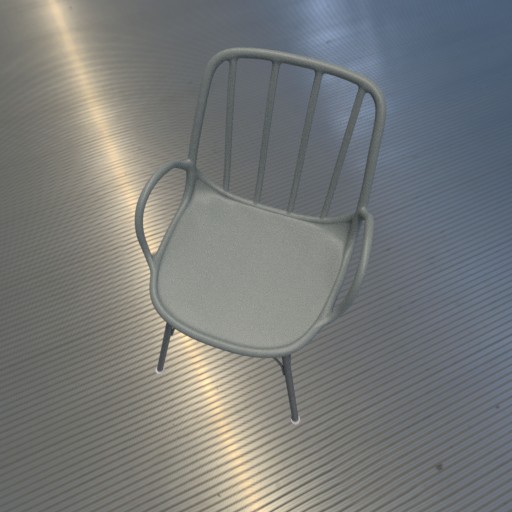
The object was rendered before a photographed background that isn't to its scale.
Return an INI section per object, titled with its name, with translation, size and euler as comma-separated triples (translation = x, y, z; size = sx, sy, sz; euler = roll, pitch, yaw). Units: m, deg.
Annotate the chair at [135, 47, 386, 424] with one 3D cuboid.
[chair]
translation = 0.000, 0.000, 1.191
size = 0.549, 0.816, 0.597
euler = 17, 61, 10
